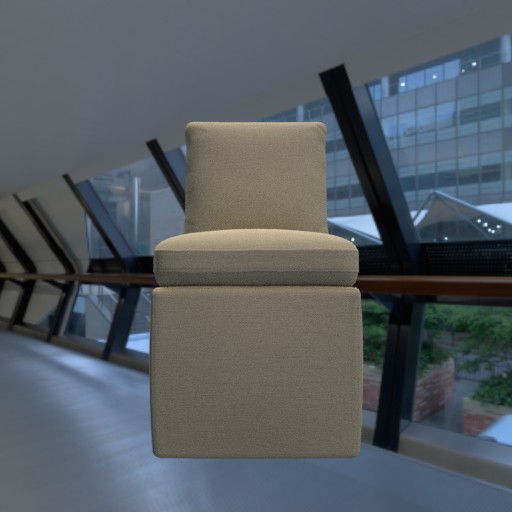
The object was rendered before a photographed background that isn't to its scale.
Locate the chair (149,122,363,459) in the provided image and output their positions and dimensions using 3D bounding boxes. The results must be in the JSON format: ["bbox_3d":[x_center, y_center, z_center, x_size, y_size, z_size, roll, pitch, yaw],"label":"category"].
[{"bbox_3d":[0.000,0.000,1.329,0.503,0.927,0.698,0,-1,0],"label":"chair"}]
